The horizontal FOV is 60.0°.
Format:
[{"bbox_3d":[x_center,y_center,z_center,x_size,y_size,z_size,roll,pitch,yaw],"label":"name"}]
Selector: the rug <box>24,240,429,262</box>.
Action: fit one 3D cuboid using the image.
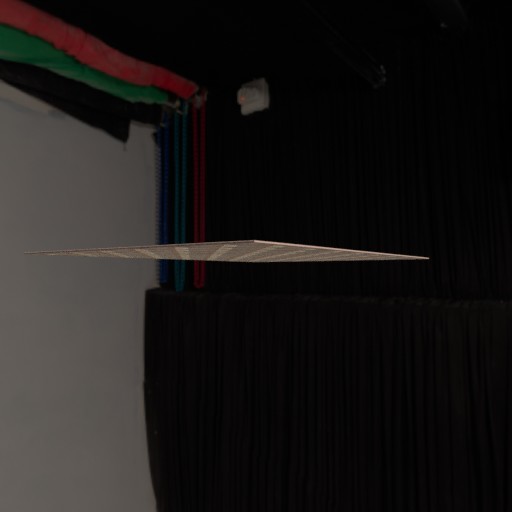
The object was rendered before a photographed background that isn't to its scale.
[{"bbox_3d":[0.000,0.000,4.310,2.382,0.018,3.294,-2,-3,36],"label":"rug"}]
